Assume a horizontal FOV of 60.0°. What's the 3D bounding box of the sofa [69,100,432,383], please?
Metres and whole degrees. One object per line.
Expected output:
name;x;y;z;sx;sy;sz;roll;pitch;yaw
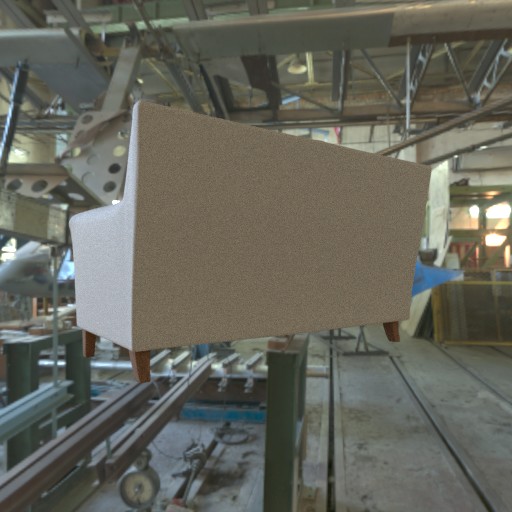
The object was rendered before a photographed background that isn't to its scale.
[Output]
sofa;0.000;0.000;2.068;1.482;0.890;0.888;1;-2;-36
